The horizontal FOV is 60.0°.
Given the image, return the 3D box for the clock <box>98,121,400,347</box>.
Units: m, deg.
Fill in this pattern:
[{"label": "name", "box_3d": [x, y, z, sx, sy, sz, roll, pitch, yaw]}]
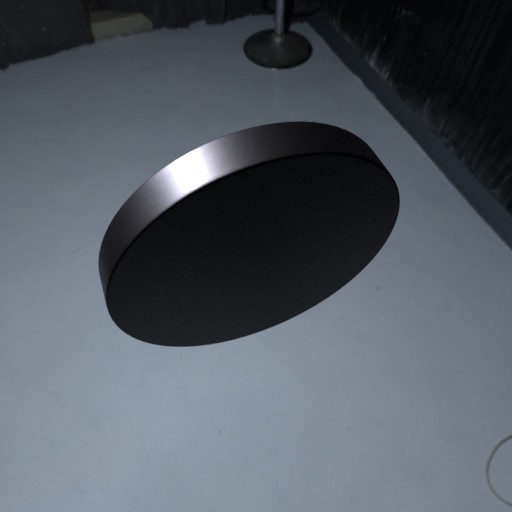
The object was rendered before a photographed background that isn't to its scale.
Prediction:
[{"label": "clock", "box_3d": [0.000, 0.000, 0.470, 0.314, 0.314, 0.040, -18, 59, -11]}]
